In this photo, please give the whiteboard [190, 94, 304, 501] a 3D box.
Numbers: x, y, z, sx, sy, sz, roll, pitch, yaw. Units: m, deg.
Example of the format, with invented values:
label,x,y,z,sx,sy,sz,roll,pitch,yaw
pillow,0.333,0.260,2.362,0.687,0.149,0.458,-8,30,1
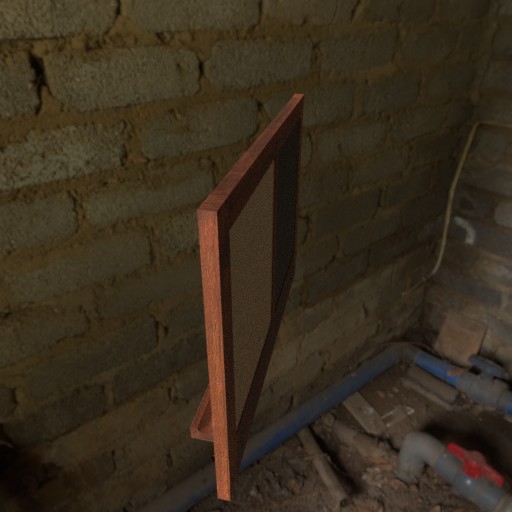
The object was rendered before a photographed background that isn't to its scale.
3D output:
label,x,y,z,sx,sy,sz,roll,pitch,yaw
whiteboard,0.000,0.000,0.972,0.083,0.553,0.768,6,30,11
